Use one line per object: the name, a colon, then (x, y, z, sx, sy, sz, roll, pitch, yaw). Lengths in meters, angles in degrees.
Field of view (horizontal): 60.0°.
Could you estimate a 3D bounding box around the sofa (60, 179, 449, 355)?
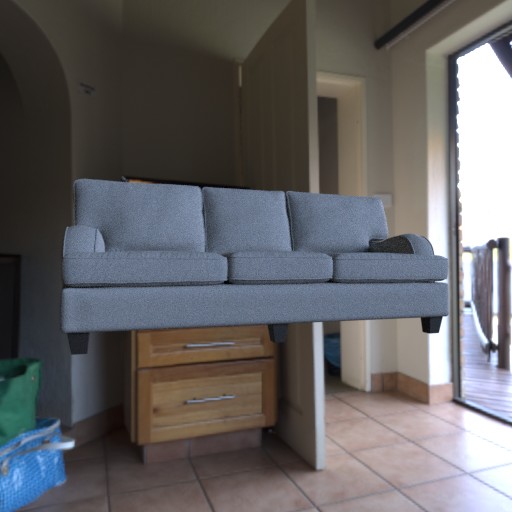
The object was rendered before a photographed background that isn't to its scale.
sofa: (0.000, 0.000, 2.939, 2.323, 0.997, 1.016, 0, -1, -18)
